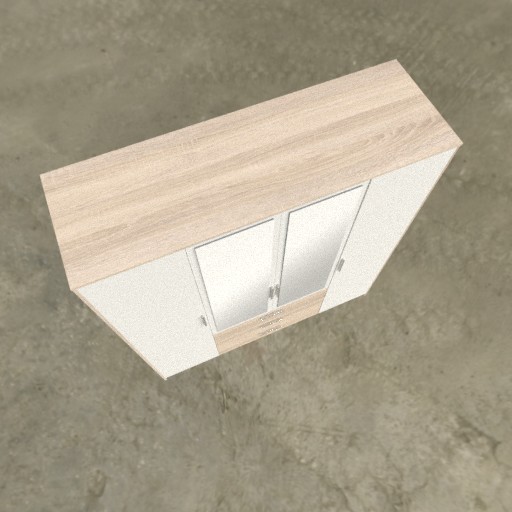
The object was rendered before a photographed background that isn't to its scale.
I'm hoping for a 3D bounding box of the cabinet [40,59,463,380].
[{"bbox_3d":[0.000,0.000,2.976,1.870,2.060,0.620,-21,66,-10],"label":"cabinet"}]
